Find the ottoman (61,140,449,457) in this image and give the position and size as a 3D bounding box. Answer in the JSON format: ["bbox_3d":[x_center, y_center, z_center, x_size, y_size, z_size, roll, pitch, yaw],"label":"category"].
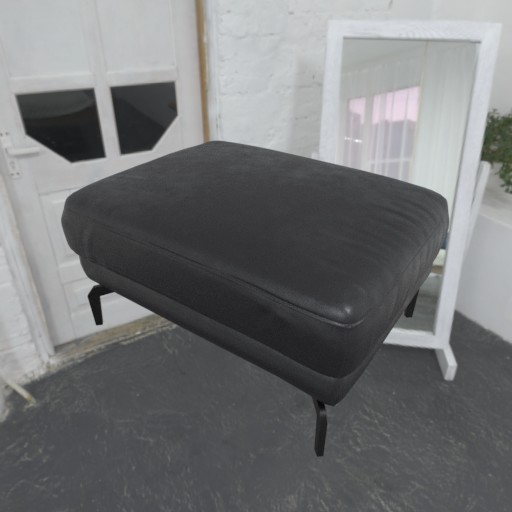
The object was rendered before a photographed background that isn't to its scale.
[{"bbox_3d":[0.000,0.000,1.088,0.764,0.402,0.570,20,37,30],"label":"ottoman"}]
